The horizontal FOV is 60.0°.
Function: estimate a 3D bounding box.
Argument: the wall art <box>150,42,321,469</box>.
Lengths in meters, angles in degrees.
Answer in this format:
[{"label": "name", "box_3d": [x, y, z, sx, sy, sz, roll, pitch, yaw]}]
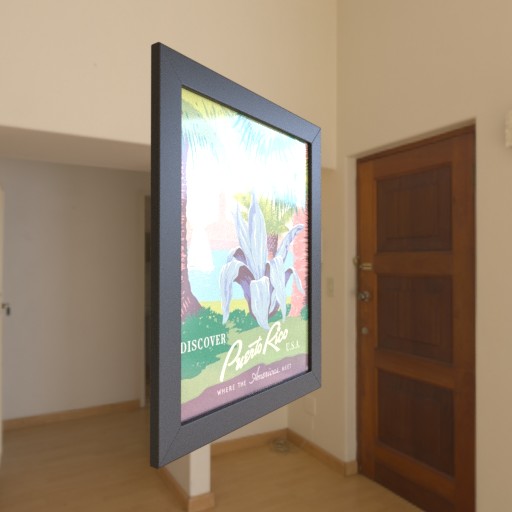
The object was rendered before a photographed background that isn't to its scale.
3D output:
[{"label": "wall art", "box_3d": [0.000, 0.000, 0.802, 0.018, 0.582, 0.481, -1, -1, 35]}]
